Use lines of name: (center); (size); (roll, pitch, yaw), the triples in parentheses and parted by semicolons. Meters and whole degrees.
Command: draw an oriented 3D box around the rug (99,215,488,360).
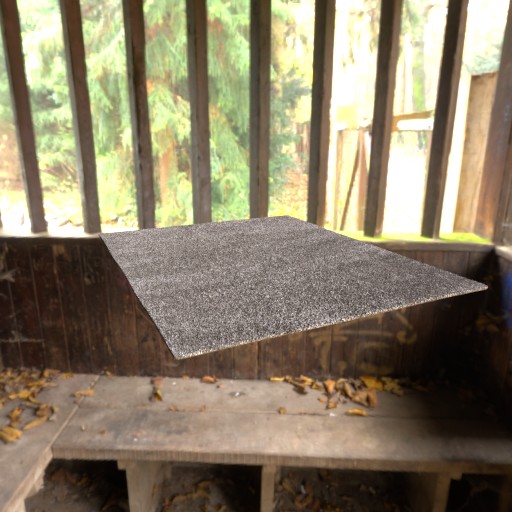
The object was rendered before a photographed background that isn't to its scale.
rug: (0.000, 0.000, 4.094); (2.401, 0.025, 3.000); (-8, 18, -25)
